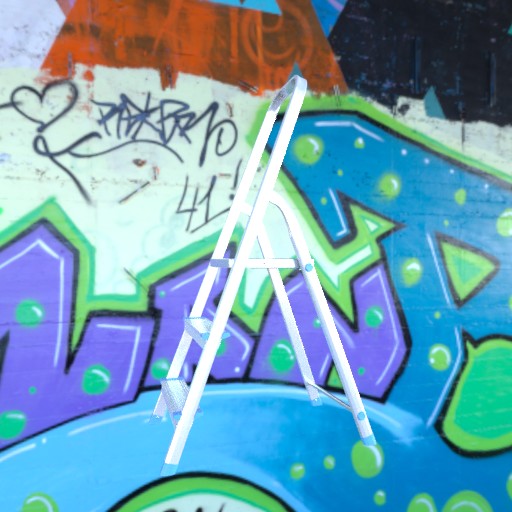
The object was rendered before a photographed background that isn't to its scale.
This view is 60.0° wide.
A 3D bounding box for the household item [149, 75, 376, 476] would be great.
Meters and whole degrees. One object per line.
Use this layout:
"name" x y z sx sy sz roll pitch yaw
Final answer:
"household item" 0.000 0.000 1.522 0.687 1.215 0.420 0 0 -18
